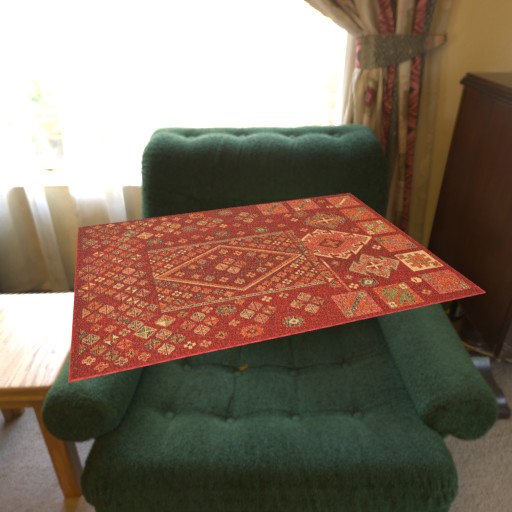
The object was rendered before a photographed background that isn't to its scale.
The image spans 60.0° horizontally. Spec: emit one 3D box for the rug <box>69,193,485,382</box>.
[{"bbox_3d":[0.000,0.000,4.282,3.306,0.011,2.389,-9,31,-16],"label":"rug"}]
